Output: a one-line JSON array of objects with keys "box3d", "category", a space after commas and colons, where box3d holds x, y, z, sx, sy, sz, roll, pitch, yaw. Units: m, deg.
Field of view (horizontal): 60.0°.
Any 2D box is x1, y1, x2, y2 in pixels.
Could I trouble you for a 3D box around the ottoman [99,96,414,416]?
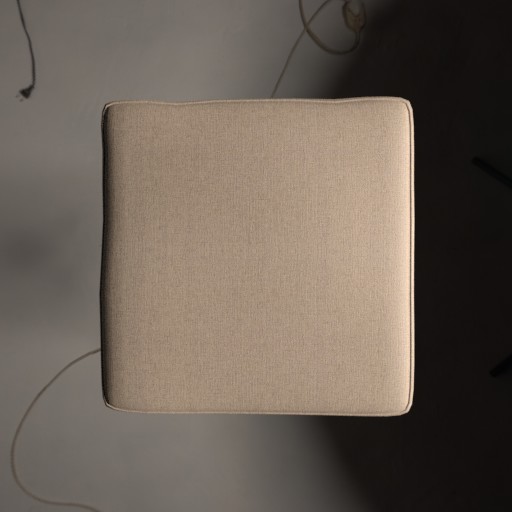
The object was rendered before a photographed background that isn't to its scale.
[{"box3d": [0.000, 0.000, 1.338, 0.838, 0.481, 0.838, 0, 90, 2], "category": "ottoman"}]
